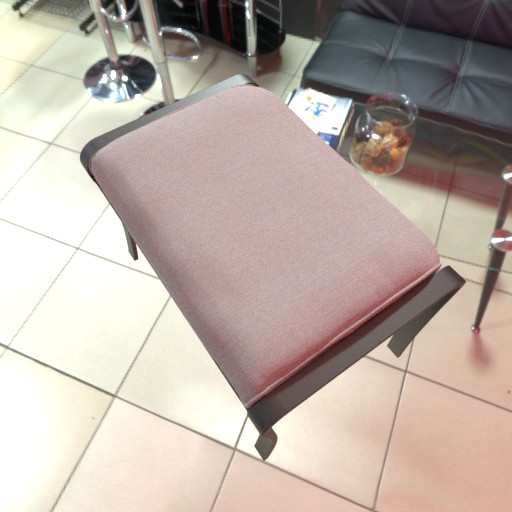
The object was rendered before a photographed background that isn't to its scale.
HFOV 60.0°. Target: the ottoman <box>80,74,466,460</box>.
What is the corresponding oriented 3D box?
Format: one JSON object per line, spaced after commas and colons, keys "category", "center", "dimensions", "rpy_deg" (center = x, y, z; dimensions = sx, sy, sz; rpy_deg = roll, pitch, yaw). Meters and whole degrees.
{"category": "ottoman", "center": [0.000, 0.000, 0.906], "dimensions": [0.406, 0.422, 0.610], "rpy_deg": [-31, 64, -17]}
